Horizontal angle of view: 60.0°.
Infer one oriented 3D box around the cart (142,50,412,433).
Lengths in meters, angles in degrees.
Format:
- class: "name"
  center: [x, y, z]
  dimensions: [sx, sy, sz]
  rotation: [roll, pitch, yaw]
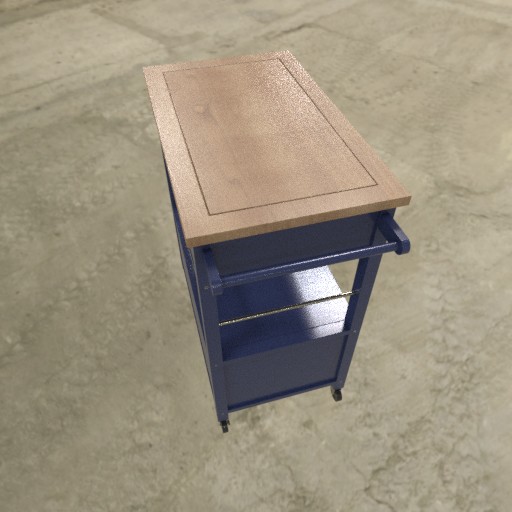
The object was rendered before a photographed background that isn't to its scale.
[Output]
- class: "cart"
  center: [0.000, 0.000, 1.396]
  dimensions: [0.459, 0.901, 0.840]
  rotation: [-12, 47, -11]
